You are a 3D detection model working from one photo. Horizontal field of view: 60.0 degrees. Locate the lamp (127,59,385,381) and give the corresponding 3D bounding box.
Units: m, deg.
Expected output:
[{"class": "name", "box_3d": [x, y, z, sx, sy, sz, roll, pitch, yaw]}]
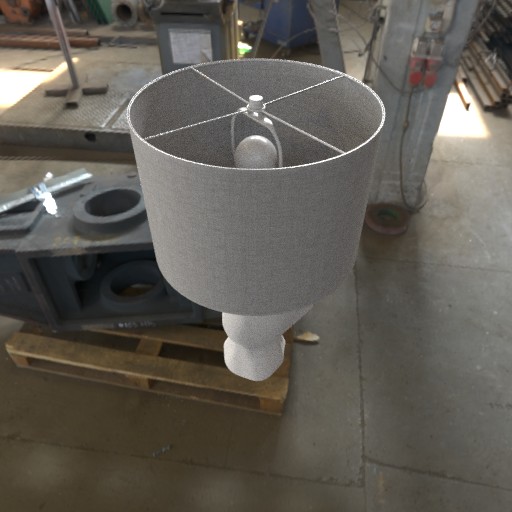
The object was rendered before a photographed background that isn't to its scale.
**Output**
[{"class": "lamp", "box_3d": [0.000, 0.000, 0.690, 0.298, 0.503, 0.298, -27, 49, -26]}]
